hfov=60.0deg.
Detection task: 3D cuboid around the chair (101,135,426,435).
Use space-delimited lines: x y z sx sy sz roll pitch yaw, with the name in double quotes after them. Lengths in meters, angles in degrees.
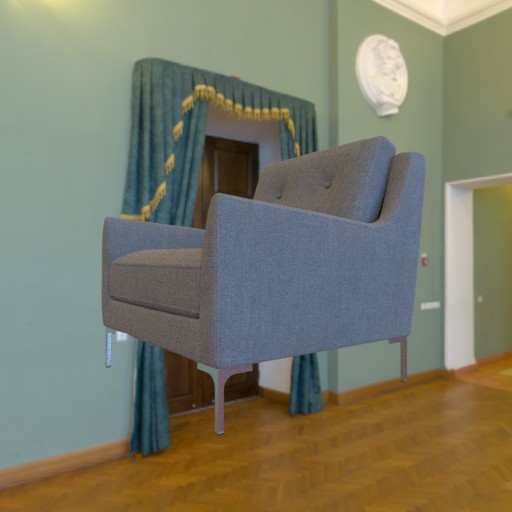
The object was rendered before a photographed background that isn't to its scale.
0.000 0.000 1.581 0.849 0.828 0.847 0 0 -37 "chair"
